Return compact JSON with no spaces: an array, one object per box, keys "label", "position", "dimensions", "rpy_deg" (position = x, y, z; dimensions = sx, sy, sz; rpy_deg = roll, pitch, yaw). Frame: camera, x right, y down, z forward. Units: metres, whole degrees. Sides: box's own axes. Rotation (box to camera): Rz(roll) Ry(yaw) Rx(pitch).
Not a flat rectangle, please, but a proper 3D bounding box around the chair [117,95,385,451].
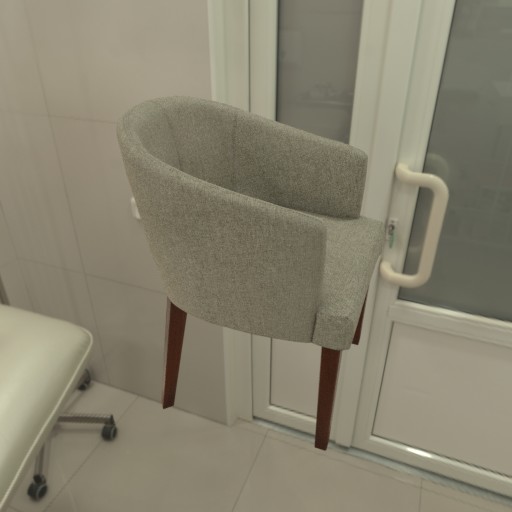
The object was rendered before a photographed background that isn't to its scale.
[{"label":"chair","position":[0.000,0.000,1.262],"dimensions":[0.655,0.811,0.583],"rpy_deg":[11,32,18]}]
